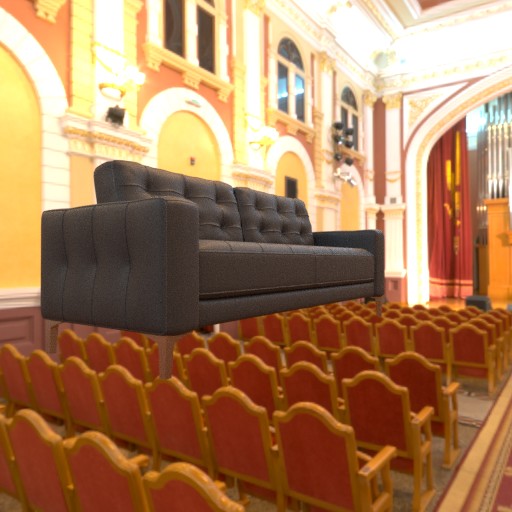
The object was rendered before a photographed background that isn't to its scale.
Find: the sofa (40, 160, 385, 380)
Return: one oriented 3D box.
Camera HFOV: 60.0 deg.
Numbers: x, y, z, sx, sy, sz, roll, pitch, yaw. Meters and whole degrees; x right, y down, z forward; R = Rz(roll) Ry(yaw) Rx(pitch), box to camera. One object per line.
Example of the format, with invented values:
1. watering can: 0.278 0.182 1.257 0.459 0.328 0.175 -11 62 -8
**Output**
1. sofa: 0.000 0.000 2.678 0.833 0.893 2.275 0 -1 35
